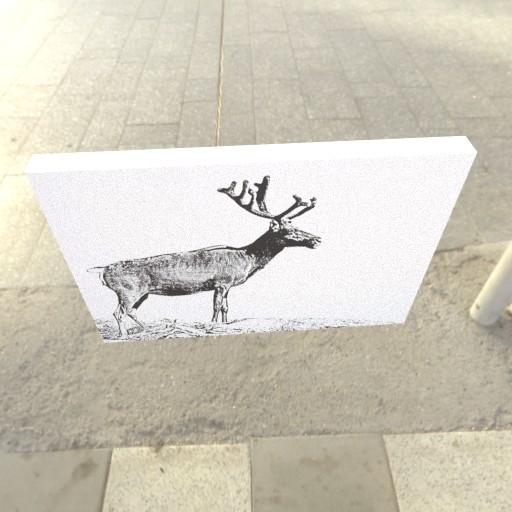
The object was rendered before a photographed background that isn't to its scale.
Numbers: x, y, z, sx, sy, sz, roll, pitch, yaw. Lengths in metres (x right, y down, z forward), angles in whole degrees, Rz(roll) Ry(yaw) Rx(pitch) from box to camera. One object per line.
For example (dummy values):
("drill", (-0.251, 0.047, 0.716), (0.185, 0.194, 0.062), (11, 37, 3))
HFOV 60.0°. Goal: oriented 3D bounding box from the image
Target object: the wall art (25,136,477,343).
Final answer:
("wall art", (0.000, 0.000, 0.760), (0.608, 0.414, 0.042), (-3, 47, -3))
